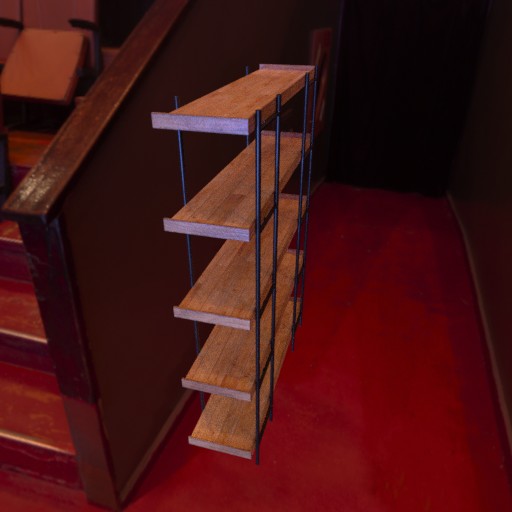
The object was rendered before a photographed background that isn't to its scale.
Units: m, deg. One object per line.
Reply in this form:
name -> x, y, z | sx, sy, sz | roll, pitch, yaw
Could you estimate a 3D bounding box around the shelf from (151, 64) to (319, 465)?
shelf -> 0.000, 0.000, 2.453 | 0.379, 1.826, 1.371 | 8, 31, 14
